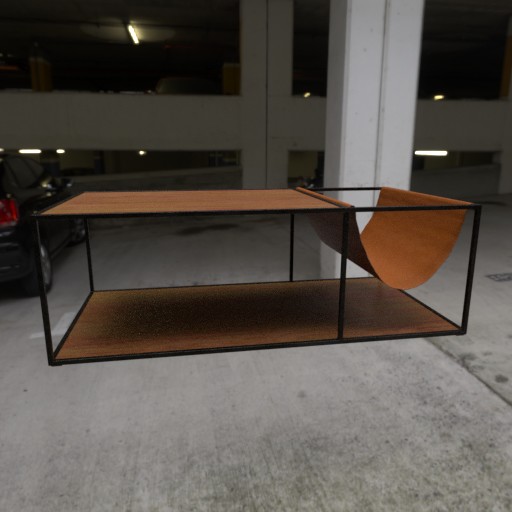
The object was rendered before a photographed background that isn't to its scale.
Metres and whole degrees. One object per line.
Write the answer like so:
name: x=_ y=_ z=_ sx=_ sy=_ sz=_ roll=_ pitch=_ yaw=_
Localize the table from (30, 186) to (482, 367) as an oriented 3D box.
table: x=0.000 y=0.000 z=1.491 sx=1.199 sy=0.403 sz=0.597 roll=-2 pitch=14 yaw=-9
